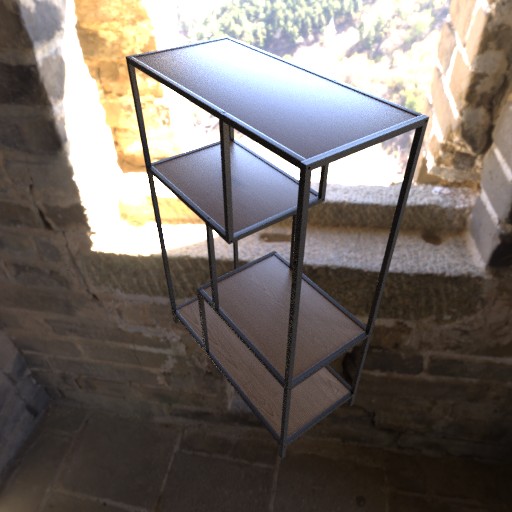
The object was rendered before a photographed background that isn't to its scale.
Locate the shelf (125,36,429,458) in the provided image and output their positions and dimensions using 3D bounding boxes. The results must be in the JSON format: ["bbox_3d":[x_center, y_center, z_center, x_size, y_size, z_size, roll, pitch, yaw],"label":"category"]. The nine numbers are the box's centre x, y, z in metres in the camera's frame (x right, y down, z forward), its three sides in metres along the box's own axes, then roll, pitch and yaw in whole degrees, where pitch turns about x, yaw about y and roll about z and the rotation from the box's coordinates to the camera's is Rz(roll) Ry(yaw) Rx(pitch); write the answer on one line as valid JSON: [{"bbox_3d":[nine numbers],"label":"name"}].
[{"bbox_3d":[0.000,0.000,1.471,0.350,1.138,0.770,-26,47,-27],"label":"shelf"}]
